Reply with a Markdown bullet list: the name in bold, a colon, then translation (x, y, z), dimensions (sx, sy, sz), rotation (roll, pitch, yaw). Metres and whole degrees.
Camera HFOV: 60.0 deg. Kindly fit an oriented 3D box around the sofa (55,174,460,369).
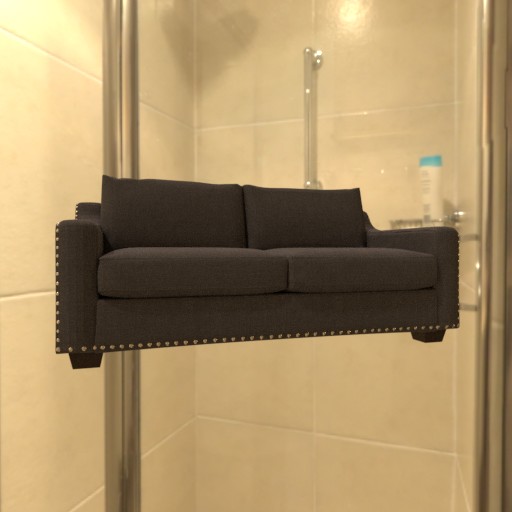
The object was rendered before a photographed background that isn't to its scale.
- **sofa**: translation (0.000, 0.000, 3.241), dimensions (2.550, 1.196, 1.336), rotation (0, 1, -17)
